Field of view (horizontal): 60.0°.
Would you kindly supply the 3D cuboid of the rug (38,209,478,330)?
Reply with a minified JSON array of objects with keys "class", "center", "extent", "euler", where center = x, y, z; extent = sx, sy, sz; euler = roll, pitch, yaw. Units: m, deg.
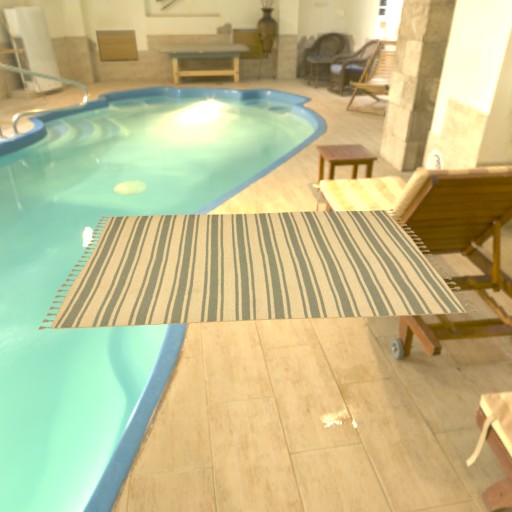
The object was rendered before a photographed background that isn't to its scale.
[{"class":"rug","center":[0.000,0.000,2.595],"extent":[2.084,0.009,1.222],"euler":[-2,30,-3]}]
